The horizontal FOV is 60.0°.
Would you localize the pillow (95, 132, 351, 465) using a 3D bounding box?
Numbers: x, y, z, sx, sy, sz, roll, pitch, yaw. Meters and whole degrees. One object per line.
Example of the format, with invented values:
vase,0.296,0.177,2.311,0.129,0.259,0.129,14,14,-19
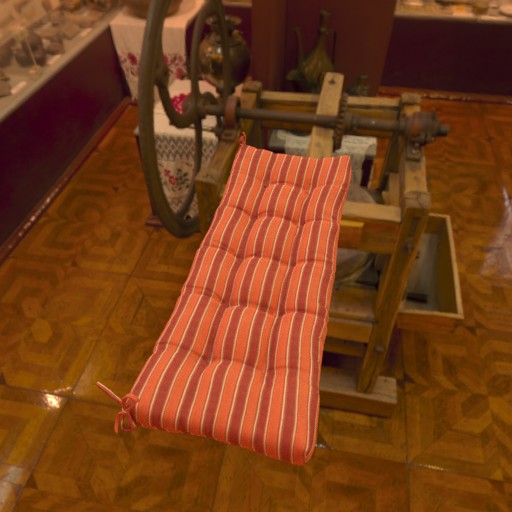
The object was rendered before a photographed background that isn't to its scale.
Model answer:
pillow,0.000,0.000,1.373,0.511,0.174,1.194,9,48,9
